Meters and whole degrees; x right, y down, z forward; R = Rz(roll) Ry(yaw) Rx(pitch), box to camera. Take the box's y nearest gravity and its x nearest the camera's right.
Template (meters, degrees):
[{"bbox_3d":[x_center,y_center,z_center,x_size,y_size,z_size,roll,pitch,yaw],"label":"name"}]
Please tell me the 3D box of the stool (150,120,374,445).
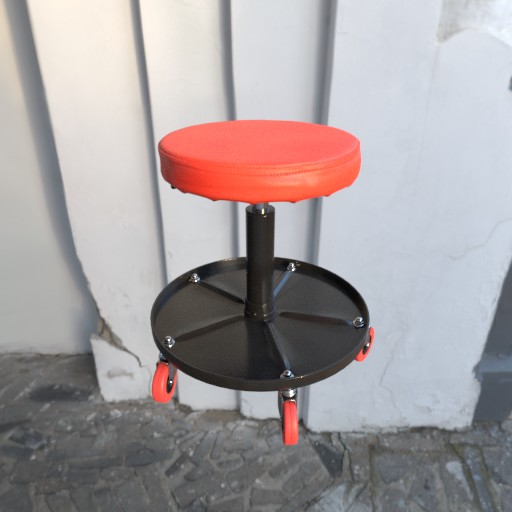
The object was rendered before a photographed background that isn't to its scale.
[{"bbox_3d":[0.000,0.000,0.684,0.382,0.365,0.381,9,29,16],"label":"stool"}]
